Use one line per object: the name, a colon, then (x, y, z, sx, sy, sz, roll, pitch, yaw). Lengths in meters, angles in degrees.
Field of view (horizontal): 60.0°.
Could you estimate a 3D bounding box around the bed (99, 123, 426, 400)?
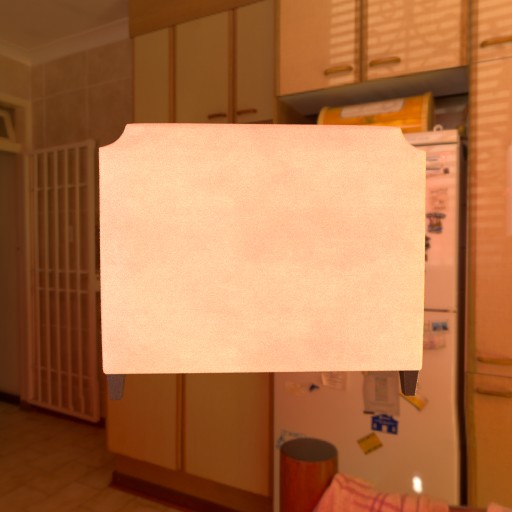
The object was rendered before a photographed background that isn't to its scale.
bed: (0.000, 0.000, 3.464, 1.712, 1.443, 2.372, 0, 2, -2)
